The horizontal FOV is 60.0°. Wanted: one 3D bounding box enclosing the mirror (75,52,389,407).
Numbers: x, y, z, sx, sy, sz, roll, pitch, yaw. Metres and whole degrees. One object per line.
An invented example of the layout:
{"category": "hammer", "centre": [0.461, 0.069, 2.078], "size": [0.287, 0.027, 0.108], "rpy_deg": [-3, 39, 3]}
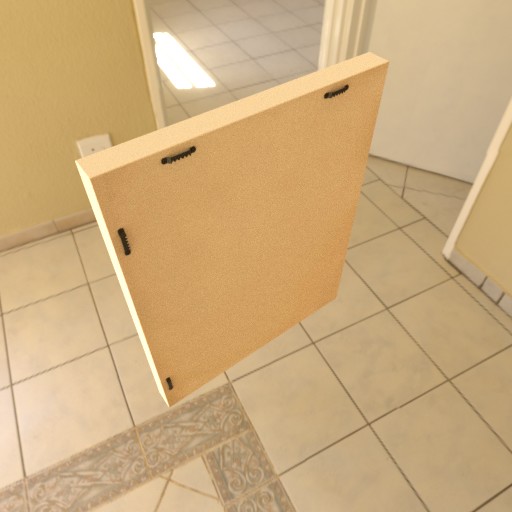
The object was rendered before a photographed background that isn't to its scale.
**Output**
{"category": "mirror", "centre": [0.000, 0.000, 0.686], "size": [0.405, 0.508, 0.041], "rpy_deg": [-29, 54, -24]}
